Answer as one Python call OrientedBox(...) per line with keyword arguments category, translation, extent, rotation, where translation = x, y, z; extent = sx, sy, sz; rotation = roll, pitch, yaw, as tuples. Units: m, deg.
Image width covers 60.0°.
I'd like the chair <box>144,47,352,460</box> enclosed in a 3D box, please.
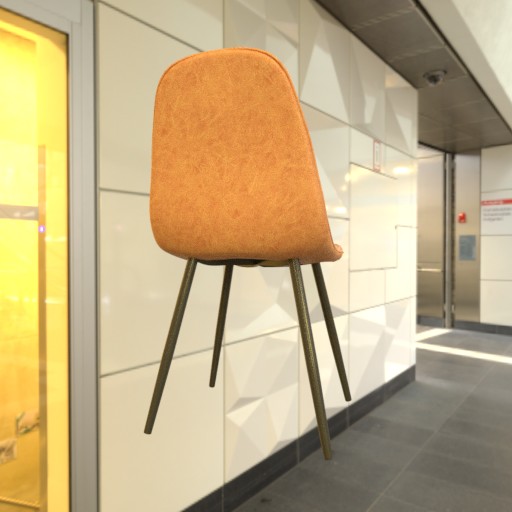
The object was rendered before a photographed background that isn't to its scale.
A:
OrientedBox(category="chair", translation=(0.000, 0.000, 1.211), extent=(0.472, 0.889, 0.561), rotation=(0, 1, 18))
